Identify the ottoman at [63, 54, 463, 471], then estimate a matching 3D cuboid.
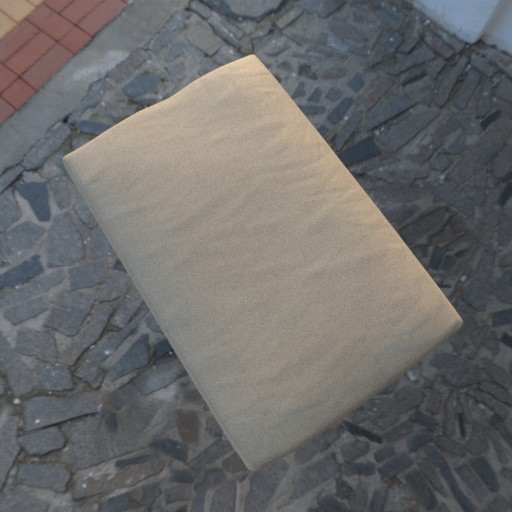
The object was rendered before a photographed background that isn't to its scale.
[{"bbox_3d":[0.000,0.000,1.172,0.590,0.444,0.872,-33,77,-8],"label":"ottoman"}]
